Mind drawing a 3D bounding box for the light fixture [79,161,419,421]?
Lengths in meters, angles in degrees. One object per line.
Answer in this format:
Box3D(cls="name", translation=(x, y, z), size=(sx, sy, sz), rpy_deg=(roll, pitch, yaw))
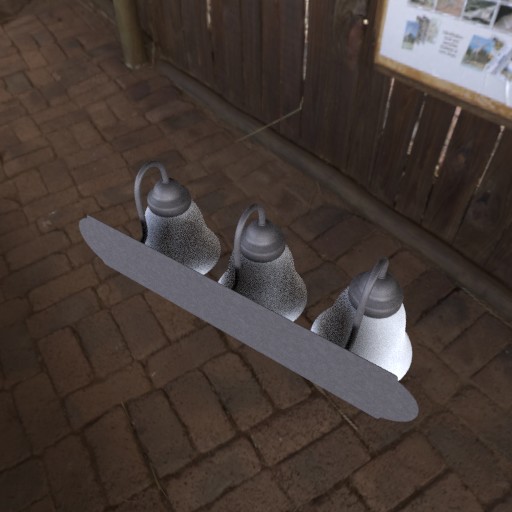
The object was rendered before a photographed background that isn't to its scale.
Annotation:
Box3D(cls="light fixture", translation=(0.000, 0.000, 0.706), size=(0.610, 0.222, 0.199), rpy_deg=(25, 52, 22))
